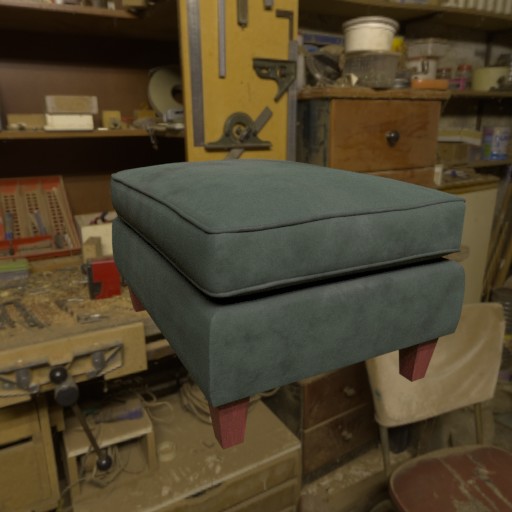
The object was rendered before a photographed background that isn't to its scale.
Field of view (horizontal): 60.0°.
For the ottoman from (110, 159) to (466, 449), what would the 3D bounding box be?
[{"bbox_3d":[0.000,0.000,1.225,0.632,0.495,0.864,-9,19,-26],"label":"ottoman"}]
